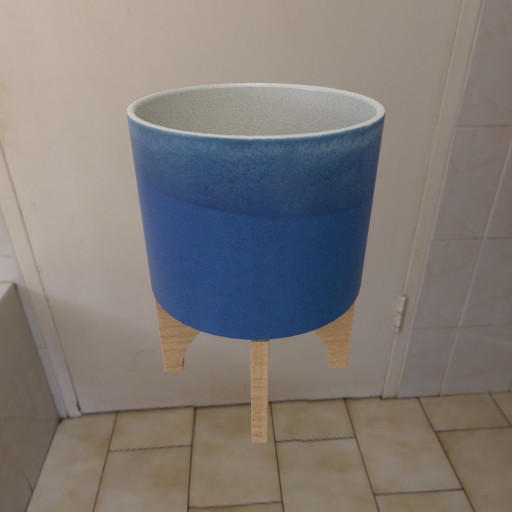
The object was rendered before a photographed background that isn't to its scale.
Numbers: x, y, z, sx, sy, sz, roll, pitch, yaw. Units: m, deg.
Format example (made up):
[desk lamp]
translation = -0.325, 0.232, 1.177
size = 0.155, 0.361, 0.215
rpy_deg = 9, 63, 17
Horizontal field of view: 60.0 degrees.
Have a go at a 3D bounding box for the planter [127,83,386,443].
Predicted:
[planter]
translation = 0.000, 0.000, 0.553
size = 0.261, 0.367, 0.261
rpy_deg = 0, 30, 0
